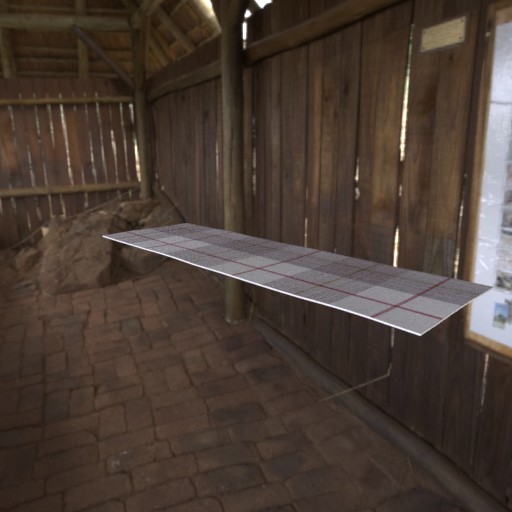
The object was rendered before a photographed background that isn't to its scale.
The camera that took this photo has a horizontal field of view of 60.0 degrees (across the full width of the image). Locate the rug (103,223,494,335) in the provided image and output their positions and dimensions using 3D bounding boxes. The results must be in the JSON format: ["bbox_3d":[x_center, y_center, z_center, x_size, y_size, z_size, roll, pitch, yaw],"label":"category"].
[{"bbox_3d":[0.000,0.000,2.681,0.762,0.013,2.439,-14,20,-43],"label":"rug"}]
